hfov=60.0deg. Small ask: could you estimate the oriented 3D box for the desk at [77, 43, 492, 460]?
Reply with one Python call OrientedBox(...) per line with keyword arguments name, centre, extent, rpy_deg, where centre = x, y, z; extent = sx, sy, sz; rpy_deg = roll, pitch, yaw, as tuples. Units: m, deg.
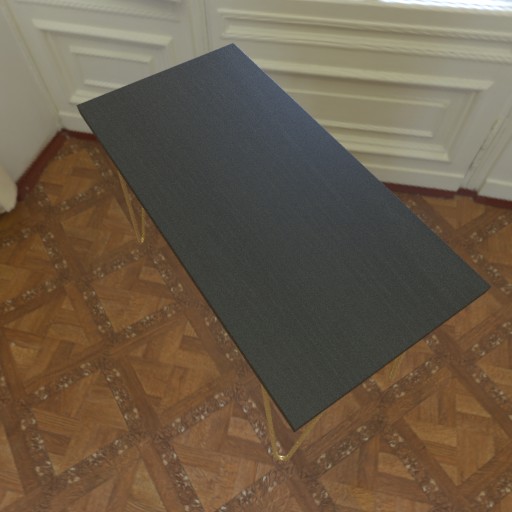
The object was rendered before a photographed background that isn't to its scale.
OrientedBox(name="desk", centre=(0.000, 0.000, 1.331), extent=(0.499, 0.660, 0.991), rpy_deg=(-30, 63, -17))
